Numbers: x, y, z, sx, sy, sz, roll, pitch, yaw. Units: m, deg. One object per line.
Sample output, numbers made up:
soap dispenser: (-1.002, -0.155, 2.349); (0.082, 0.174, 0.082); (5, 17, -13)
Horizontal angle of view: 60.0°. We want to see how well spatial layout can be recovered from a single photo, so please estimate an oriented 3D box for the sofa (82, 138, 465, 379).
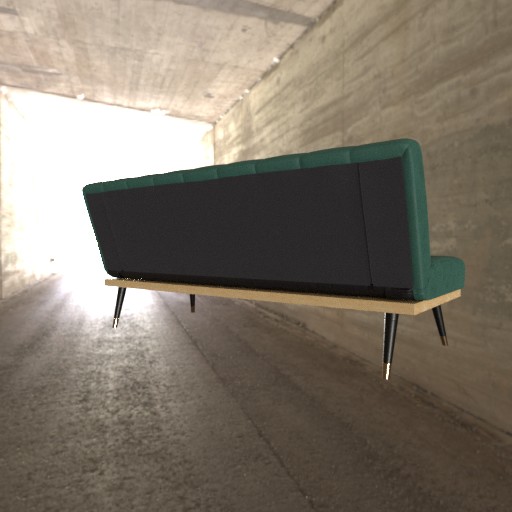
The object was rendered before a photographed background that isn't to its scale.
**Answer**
sofa: (0.000, 0.000, 2.245); (1.810, 0.820, 0.830); (1, 2, 37)
